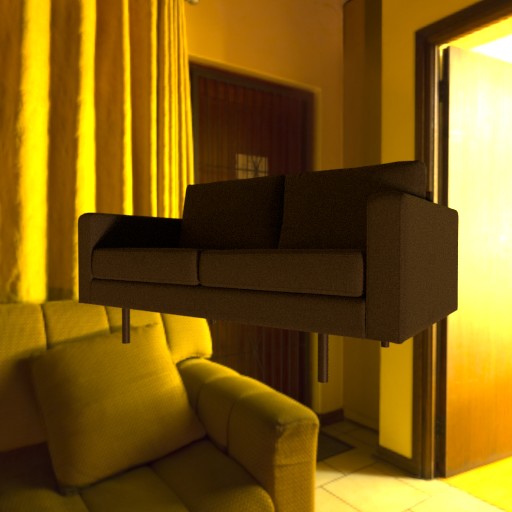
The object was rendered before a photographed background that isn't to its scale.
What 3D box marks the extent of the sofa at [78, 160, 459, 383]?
[{"bbox_3d":[0.000,0.000,2.227,1.730,0.897,0.889,1,2,35],"label":"sofa"}]
